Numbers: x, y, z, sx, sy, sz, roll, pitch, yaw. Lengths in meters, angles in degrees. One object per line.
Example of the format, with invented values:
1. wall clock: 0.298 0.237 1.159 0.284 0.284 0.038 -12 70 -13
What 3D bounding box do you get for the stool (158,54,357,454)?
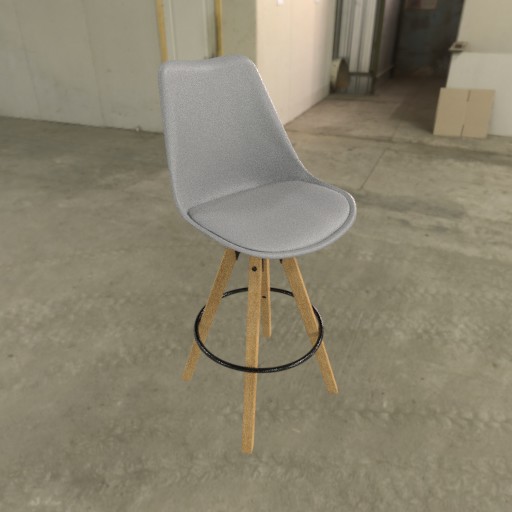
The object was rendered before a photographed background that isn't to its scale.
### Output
1. stool: 0.000 0.000 1.410 0.485 1.115 0.550 -22 37 -32
